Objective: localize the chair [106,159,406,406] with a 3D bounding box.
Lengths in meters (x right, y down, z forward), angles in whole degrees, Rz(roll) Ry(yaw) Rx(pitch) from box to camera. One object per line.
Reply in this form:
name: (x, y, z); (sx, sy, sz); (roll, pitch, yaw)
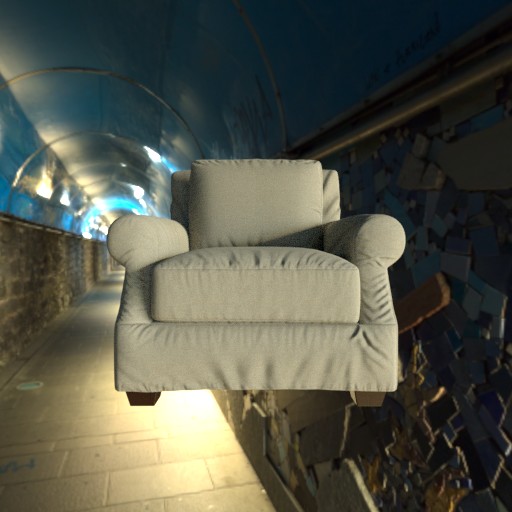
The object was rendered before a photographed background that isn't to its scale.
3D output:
chair: (0.000, 0.000, 1.755); (0.940, 0.866, 1.066); (0, 1, 0)
